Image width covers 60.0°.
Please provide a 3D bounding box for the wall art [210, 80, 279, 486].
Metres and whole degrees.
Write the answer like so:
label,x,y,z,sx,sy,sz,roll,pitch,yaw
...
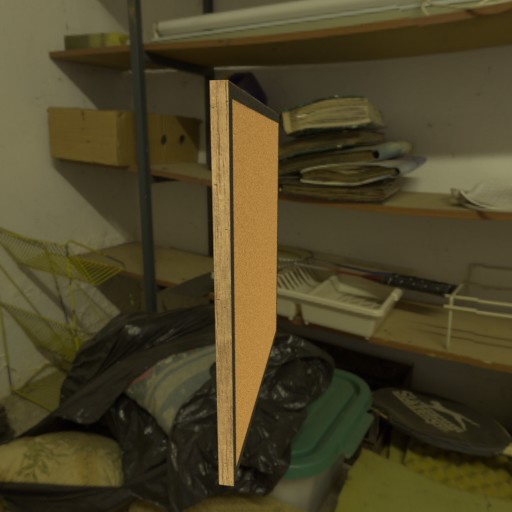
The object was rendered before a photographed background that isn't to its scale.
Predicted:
label,x,y,z,sx,sy,sz,roll,pitch,yaw
wall art,0.000,0.000,1.057,0.029,0.691,0.695,2,14,9
